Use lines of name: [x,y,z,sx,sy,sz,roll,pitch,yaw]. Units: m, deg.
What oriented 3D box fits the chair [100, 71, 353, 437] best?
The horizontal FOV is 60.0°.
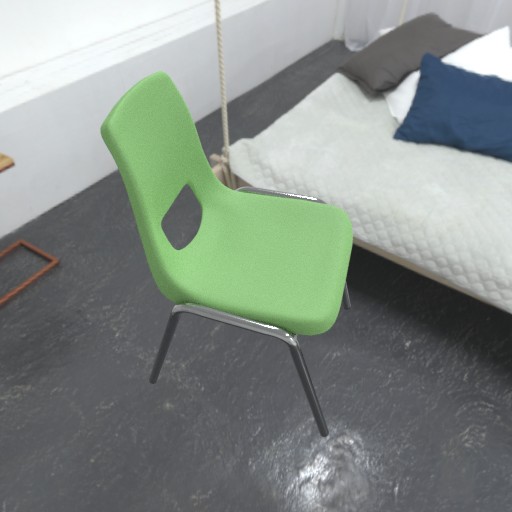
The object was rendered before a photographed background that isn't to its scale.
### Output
chair: [0.000,0.000,0.905,0.436,0.653,0.381,12,47,11]
